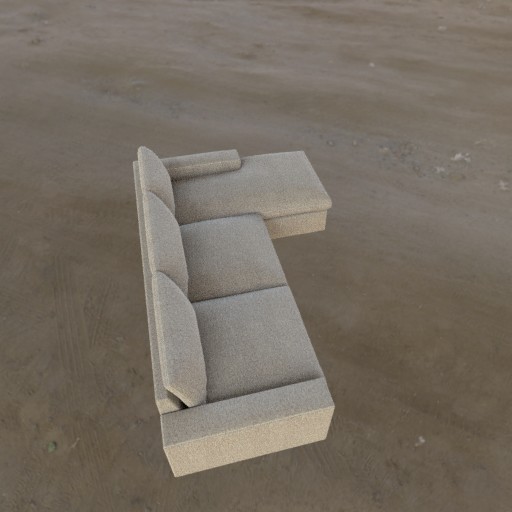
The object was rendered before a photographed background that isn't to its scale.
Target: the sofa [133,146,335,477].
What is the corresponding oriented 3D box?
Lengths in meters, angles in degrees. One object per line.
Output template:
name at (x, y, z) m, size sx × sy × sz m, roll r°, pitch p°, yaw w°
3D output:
sofa at (0.000, 0.000, 3.488) m, size 1.689 × 0.813 × 2.718 m, roll -10°, pitch 47°, yaw -9°
